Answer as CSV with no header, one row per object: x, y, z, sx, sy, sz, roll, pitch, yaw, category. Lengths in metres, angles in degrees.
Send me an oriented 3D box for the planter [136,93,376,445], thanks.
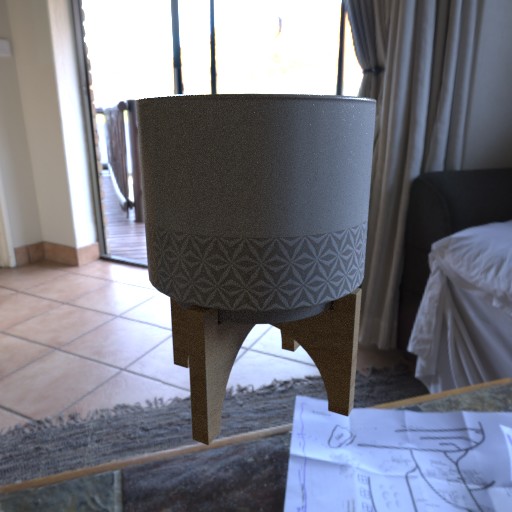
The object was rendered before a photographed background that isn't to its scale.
0.000,0.000,0.521,0.249,0.343,0.249,0,16,0,planter
